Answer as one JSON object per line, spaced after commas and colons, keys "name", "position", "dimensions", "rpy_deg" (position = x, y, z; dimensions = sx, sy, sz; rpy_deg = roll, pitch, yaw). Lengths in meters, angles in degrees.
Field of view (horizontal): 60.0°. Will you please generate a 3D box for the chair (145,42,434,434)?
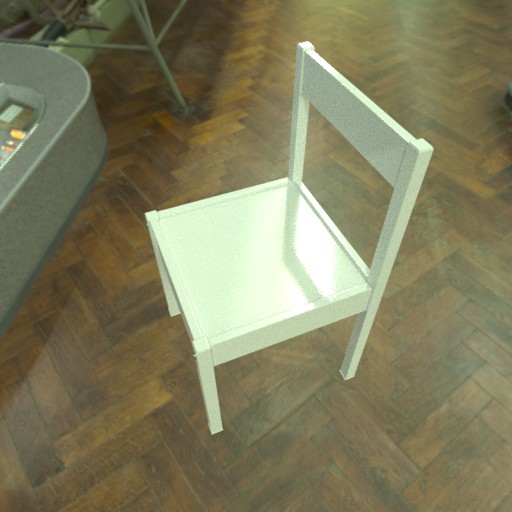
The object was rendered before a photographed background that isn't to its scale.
{"name": "chair", "position": [0.000, 0.000, 0.696], "dimensions": [0.285, 0.505, 0.285], "rpy_deg": [-17, 50, -15]}
